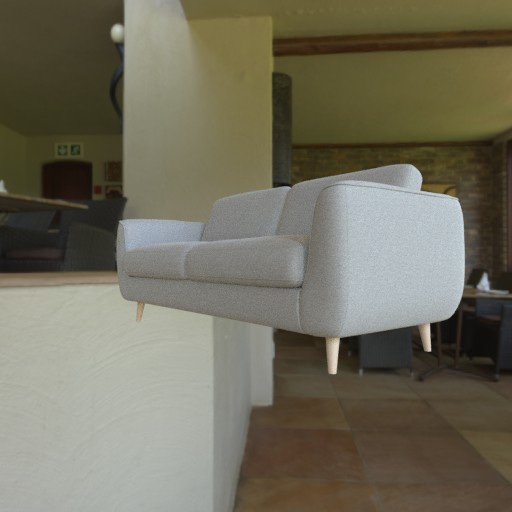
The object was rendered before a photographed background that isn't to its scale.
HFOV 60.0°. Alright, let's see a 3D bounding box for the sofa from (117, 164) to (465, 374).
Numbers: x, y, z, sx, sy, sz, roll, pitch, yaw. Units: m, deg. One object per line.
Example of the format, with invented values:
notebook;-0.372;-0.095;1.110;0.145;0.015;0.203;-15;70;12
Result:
sofa;0.000;0.000;2.440;0.920;0.850;2.000;0;-1;-38
